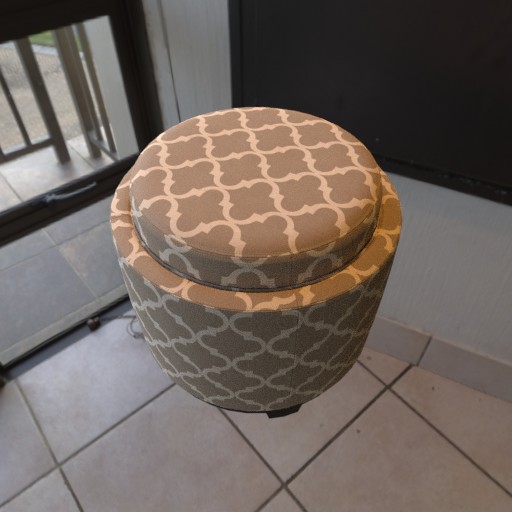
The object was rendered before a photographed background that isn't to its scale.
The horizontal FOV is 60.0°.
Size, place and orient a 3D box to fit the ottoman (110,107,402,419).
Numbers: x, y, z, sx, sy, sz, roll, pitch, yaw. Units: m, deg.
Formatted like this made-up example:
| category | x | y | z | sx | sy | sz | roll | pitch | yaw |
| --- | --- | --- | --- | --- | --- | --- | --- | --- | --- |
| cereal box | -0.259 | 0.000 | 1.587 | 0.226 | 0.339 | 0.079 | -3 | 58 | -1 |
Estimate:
| category | x | y | z | sx | sy | sz | roll | pitch | yaw |
| --- | --- | --- | --- | --- | --- | --- | --- | --- | --- |
| ottoman | 0.000 | 0.000 | 0.835 | 0.480 | 0.429 | 0.480 | 0 | 47 | 0 |
